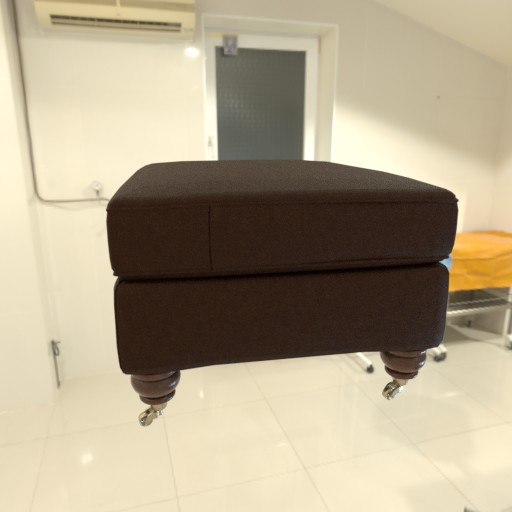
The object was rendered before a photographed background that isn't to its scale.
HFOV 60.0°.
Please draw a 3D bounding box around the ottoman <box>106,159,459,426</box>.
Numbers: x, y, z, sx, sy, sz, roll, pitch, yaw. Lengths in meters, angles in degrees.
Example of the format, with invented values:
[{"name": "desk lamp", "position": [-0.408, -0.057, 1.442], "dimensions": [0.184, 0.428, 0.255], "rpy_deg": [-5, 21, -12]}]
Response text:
[{"name": "ottoman", "position": [0.000, 0.000, 1.779], "dimensions": [0.967, 0.730, 1.187], "rpy_deg": [-3, 16, -10]}]
